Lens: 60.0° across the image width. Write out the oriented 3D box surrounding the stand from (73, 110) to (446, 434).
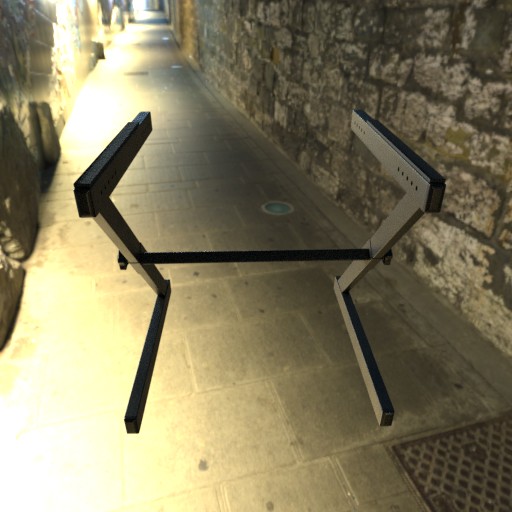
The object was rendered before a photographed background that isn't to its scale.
[{"bbox_3d":[0.000,0.000,1.138,0.700,0.617,0.586,-1,30,-2],"label":"stand"}]
